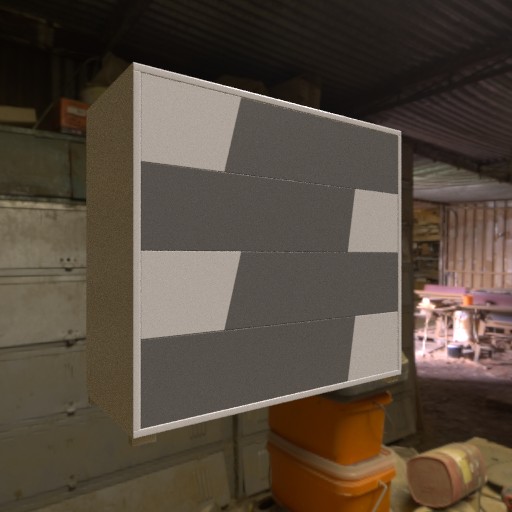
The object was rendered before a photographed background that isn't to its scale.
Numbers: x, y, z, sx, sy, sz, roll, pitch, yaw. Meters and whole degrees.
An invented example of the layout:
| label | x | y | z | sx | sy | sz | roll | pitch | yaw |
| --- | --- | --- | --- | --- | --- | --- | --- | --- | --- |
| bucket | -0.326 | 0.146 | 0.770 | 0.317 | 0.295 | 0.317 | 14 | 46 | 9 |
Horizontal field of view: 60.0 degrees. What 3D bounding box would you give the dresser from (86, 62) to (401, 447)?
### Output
| label | x | y | z | sx | sy | sz | roll | pitch | yaw |
| --- | --- | --- | --- | --- | --- | --- | --- | --- | --- |
| dresser | 0.000 | 0.000 | 1.647 | 1.100 | 1.000 | 0.460 | 0 | 0 | -35 |
